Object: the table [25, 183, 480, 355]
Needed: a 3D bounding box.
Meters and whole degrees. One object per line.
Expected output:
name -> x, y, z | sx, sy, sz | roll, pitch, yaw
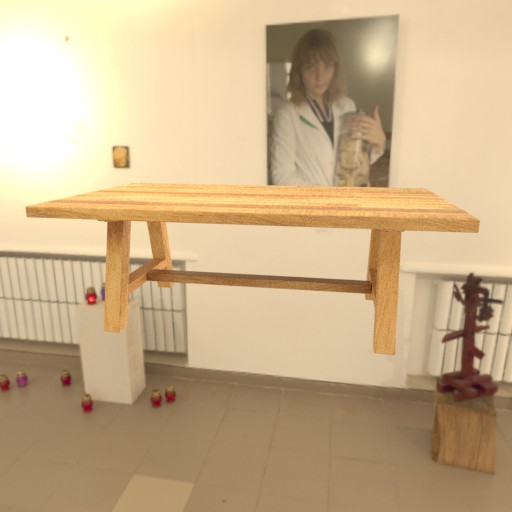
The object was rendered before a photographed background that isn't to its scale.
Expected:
table -> 0.000, 0.000, 1.682 | 1.320, 0.455, 0.760 | 3, 15, 10
